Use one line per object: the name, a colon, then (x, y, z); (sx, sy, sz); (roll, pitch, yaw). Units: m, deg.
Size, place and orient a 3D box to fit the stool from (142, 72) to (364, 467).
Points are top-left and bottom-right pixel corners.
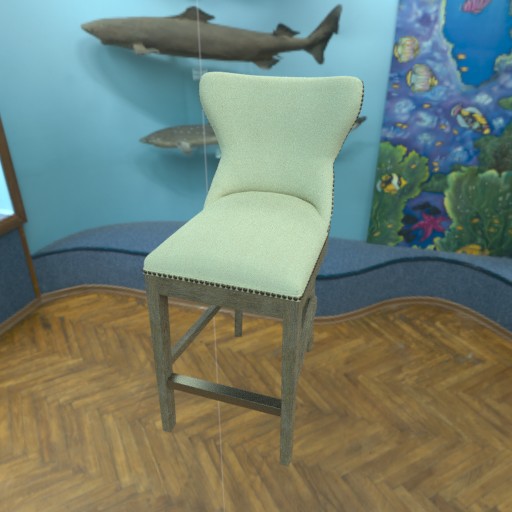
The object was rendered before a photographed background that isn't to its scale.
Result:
stool: (0.000, 0.000, 1.334); (0.498, 0.981, 0.608); (9, 29, 16)
